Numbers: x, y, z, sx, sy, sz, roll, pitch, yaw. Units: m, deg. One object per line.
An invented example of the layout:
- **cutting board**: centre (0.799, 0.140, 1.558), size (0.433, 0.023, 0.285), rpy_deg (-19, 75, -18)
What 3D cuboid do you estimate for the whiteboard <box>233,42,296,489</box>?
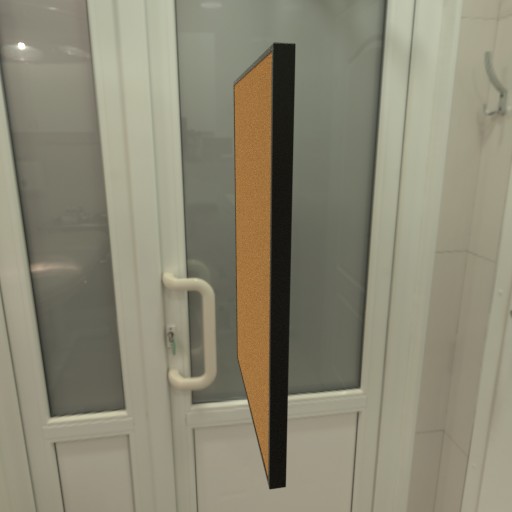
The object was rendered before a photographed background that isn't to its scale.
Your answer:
- **whiteboard**: centre (0.000, 0.000, 0.774), size (0.026, 0.611, 0.406), rpy_deg (-2, 16, -9)
